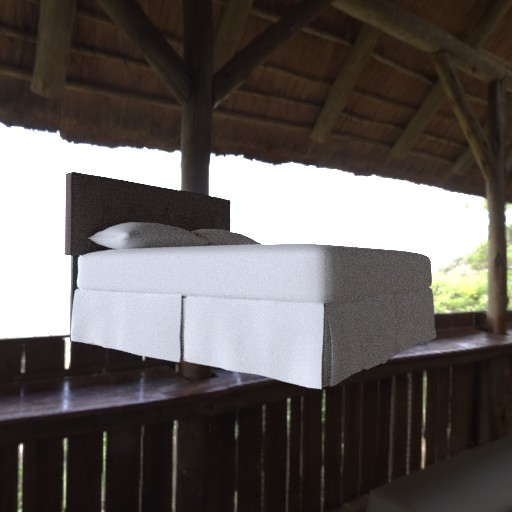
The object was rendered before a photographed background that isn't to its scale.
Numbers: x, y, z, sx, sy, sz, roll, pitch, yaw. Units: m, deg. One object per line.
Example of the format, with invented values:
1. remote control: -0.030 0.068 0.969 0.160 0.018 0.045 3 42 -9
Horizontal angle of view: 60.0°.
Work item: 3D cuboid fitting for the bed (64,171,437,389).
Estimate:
1. bed: 0.000 0.000 2.899 1.894 1.089 1.610 -1 -1 37
